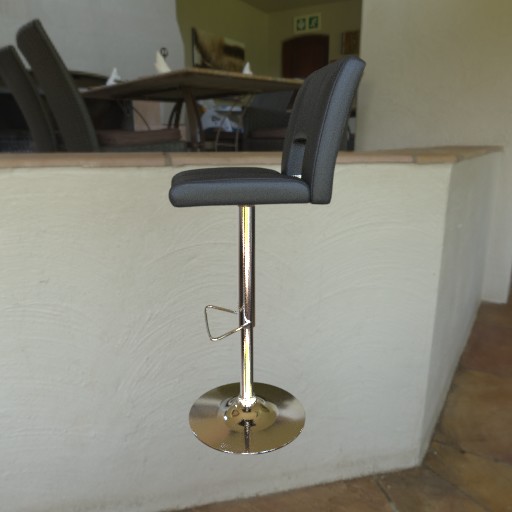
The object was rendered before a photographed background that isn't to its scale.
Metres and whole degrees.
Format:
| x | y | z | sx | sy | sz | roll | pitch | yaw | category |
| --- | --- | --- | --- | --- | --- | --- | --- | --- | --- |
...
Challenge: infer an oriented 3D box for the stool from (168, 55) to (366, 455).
| x | y | z | sx | sy | sz | roll | pitch | yaw | category |
| --- | --- | --- | --- | --- | --- | --- | --- | --- | --- |
| 0.000 | 0.000 | 1.418 | 0.520 | 1.151 | 0.415 | -2 | 15 | -9 | stool |
